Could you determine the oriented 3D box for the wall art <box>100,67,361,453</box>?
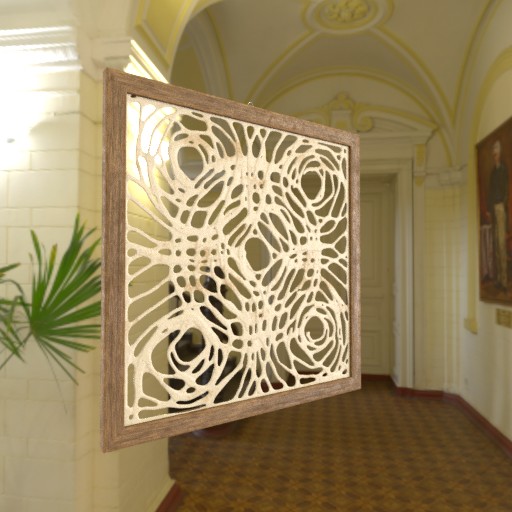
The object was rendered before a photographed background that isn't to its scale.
[{"bbox_3d":[0.000,0.000,0.818,0.561,0.576,0.021,1,-2,-37],"label":"wall art"}]
